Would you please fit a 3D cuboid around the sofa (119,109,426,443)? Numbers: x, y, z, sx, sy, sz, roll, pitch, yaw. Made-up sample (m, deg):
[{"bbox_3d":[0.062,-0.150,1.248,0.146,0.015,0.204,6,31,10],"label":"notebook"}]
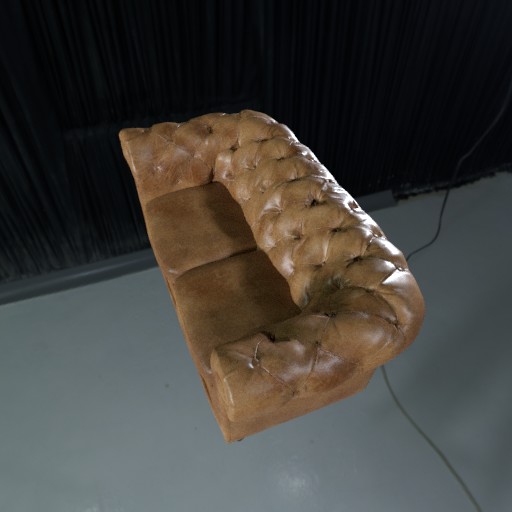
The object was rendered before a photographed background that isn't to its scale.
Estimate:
[{"bbox_3d":[0.000,0.000,2.499,1.042,0.877,1.979,-17,48,-15],"label":"sofa"}]
